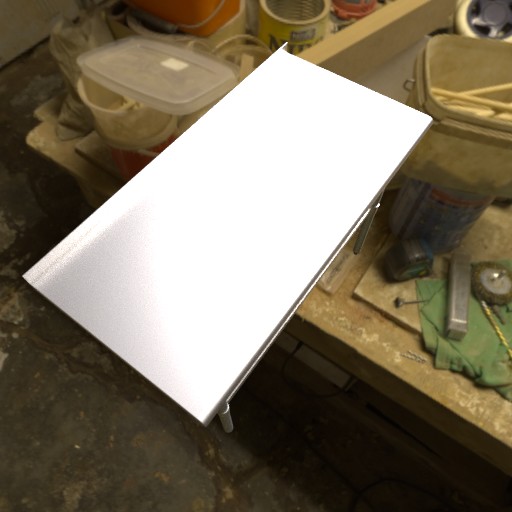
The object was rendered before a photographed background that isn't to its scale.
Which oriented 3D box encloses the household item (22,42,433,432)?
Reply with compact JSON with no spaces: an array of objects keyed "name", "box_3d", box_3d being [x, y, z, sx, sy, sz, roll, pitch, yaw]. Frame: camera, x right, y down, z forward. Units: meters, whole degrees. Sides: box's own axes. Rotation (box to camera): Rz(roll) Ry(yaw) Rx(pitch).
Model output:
[{"name":"household item","box_3d":[0.000,0.000,1.672,0.610,0.851,1.219,32,64,18]}]
